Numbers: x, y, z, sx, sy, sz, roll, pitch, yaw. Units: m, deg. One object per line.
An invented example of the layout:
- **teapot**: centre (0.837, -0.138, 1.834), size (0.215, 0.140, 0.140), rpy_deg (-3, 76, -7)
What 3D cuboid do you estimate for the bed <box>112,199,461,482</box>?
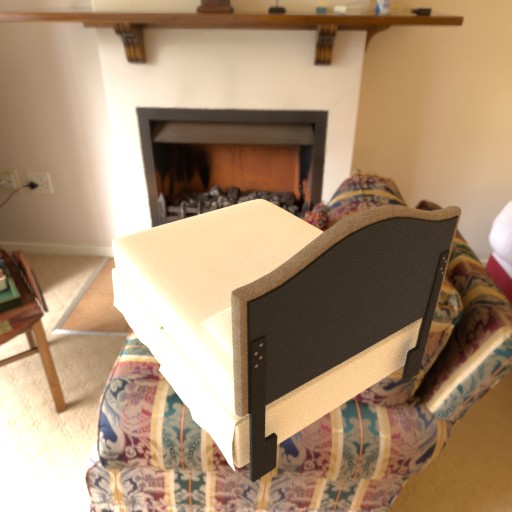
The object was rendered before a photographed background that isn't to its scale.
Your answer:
- **bed**: centre (0.000, 0.000, 3.342), size (1.713, 1.518, 2.153), rpy_deg (-19, 36, -30)
